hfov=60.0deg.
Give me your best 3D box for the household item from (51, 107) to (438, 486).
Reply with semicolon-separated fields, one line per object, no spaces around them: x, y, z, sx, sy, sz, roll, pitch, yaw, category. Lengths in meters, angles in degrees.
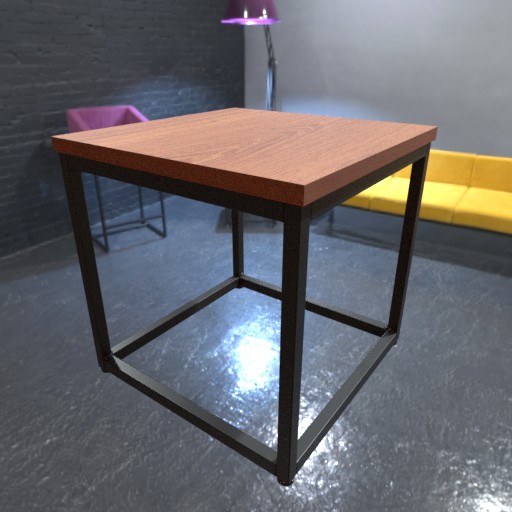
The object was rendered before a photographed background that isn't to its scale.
0.000;0.000;0.728;0.400;0.400;0.400;17;30;32;household item
